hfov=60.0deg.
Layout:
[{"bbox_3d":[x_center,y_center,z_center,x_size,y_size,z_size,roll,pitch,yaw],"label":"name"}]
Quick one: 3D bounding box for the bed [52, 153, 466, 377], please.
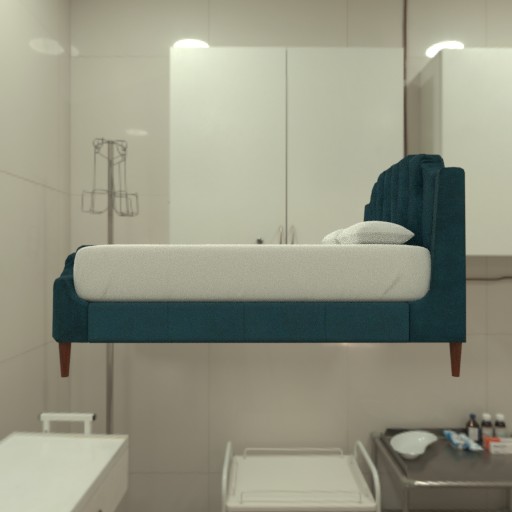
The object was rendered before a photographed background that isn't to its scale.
[{"bbox_3d":[0.000,0.000,3.267,2.322,1.351,1.676,0,0,0],"label":"bed"}]
